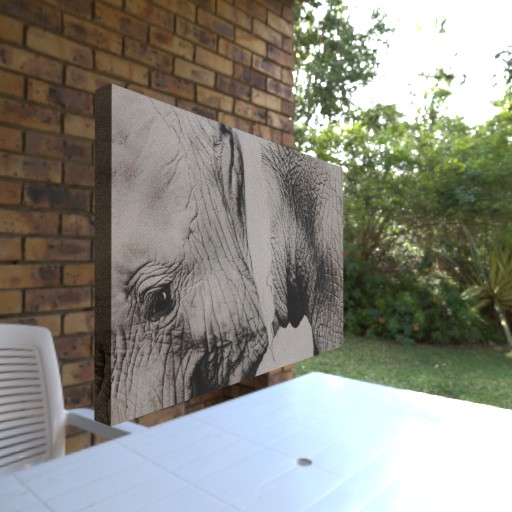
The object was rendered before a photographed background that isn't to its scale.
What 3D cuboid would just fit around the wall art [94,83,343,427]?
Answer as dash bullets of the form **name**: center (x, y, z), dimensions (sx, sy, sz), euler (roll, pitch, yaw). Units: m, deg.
- **wall art**: center (0.000, 0.000, 0.779), dimensions (0.035, 0.407, 0.613), euler (0, 0, 37)
